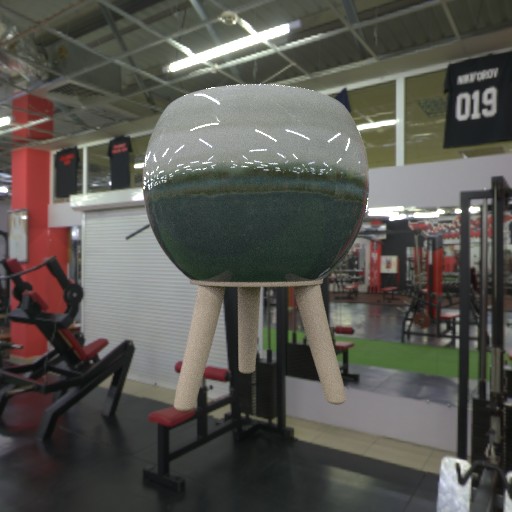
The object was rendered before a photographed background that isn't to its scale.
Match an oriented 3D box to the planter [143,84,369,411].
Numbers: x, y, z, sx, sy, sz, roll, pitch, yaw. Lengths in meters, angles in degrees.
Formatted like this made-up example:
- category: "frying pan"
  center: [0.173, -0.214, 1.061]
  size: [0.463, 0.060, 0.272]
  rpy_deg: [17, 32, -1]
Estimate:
- category: "planter"
  center: [0.000, 0.000, 0.447]
  size: [0.222, 0.278, 0.222]
  rpy_deg: [0, 0, 0]
